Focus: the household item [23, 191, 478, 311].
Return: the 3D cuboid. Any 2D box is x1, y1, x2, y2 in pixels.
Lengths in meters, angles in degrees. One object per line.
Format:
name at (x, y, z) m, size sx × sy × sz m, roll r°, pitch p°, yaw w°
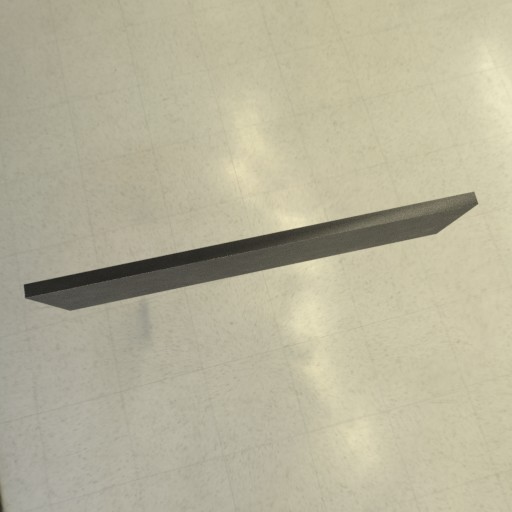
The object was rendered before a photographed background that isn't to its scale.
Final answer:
household item at (0.000, 0.000, 1.074) m, size 1.001 × 0.236 × 0.030 m, roll -12°, pitch 77°, yaw -3°
